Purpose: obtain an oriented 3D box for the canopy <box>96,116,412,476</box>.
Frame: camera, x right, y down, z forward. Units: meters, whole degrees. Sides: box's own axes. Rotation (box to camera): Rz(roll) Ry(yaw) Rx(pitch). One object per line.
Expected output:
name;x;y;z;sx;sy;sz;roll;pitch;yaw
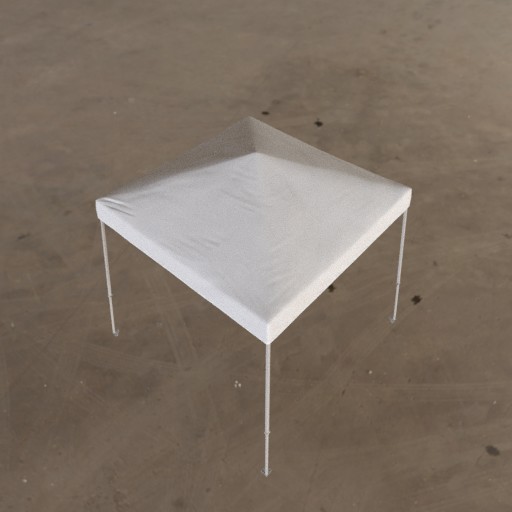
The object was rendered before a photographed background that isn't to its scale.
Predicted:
canopy;0.000;0.000;5.272;2.849;2.849;2.848;33;54;28
